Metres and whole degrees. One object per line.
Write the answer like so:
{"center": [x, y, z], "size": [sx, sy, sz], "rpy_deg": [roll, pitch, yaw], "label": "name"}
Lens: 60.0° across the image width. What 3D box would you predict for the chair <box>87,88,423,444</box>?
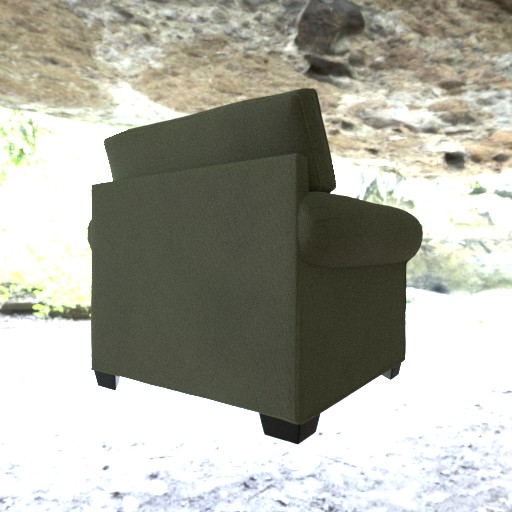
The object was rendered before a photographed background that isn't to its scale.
{"center": [0.000, 0.000, 1.863], "size": [1.147, 1.044, 0.939], "rpy_deg": [0, 1, 36], "label": "chair"}
